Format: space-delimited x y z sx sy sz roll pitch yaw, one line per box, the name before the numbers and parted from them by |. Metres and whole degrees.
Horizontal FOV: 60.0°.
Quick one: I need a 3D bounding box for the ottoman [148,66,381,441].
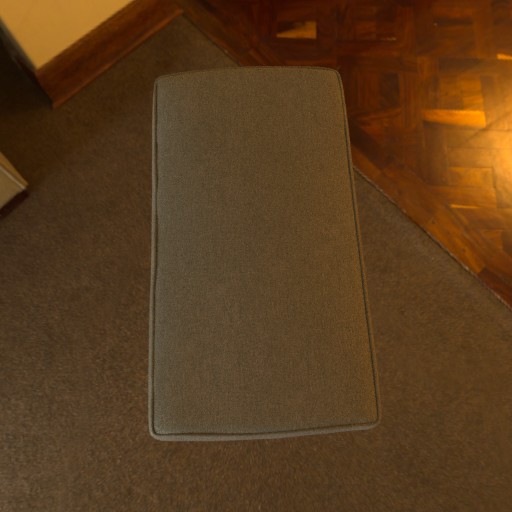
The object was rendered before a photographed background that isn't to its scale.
ottoman | 0.000 0.000 1.160 0.490 0.448 0.864 -3 74 -1
